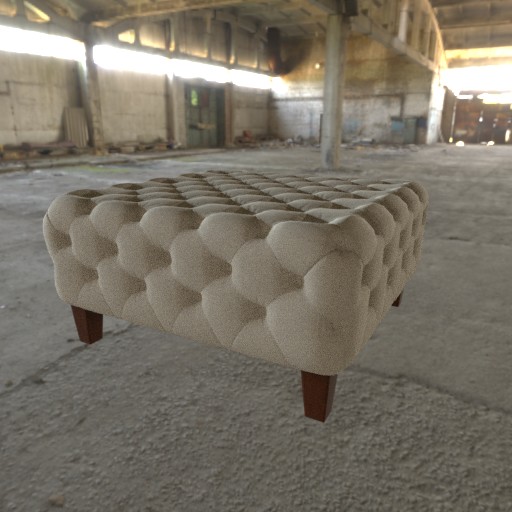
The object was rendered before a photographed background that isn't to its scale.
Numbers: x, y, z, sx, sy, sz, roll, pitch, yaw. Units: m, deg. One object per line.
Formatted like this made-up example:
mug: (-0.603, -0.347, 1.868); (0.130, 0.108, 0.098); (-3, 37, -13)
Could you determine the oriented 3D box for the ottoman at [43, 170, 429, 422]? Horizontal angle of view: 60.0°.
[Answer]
ottoman: (0.000, 0.000, 1.188); (0.755, 0.376, 0.753); (9, 19, 28)
